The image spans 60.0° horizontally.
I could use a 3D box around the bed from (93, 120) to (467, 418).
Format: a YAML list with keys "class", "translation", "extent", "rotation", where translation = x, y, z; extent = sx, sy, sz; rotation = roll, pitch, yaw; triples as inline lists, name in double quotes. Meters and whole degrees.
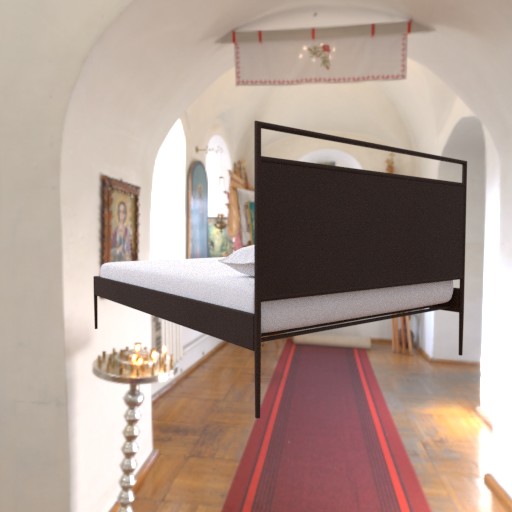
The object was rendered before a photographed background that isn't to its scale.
- class: "bed"
  translation: [0.000, 0.000, 3.051]
  extent: [1.572, 1.173, 2.122]
  rotation: [-2, 3, -37]
